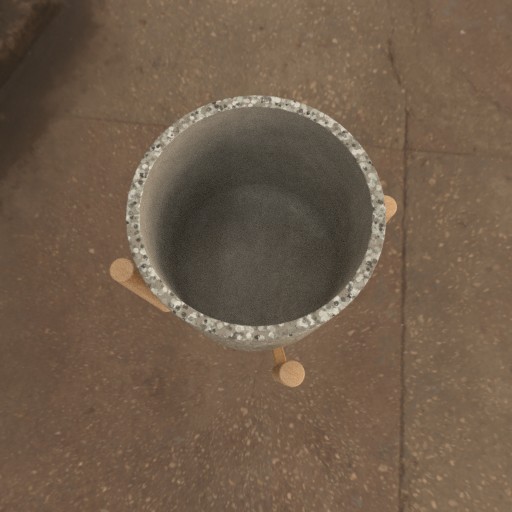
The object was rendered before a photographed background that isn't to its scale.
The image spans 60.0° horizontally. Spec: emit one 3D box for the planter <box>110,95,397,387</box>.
[{"bbox_3d":[0.000,0.000,0.534,0.284,0.320,0.284,8,76,2],"label":"planter"}]
